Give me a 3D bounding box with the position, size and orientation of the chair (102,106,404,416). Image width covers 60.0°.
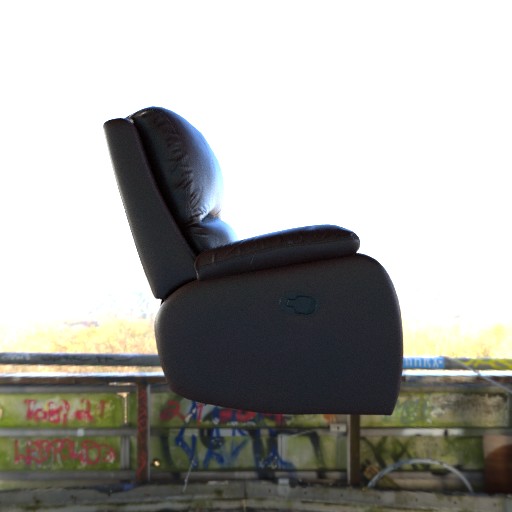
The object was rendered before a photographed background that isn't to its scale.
[{"bbox_3d":[0.000,0.000,1.722,0.899,1.011,0.930,0,0,1],"label":"chair"}]
